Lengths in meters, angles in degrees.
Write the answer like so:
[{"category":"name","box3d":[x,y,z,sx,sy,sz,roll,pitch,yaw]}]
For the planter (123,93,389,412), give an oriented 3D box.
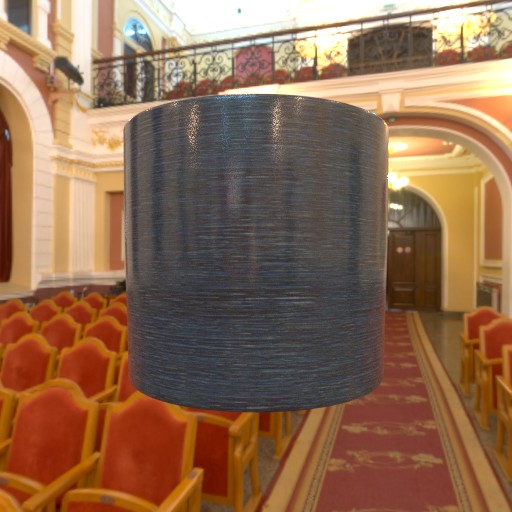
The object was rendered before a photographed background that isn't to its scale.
[{"category":"planter","box3d":[0.000,0.000,0.385,0.221,0.201,0.221,0,0,0]}]
